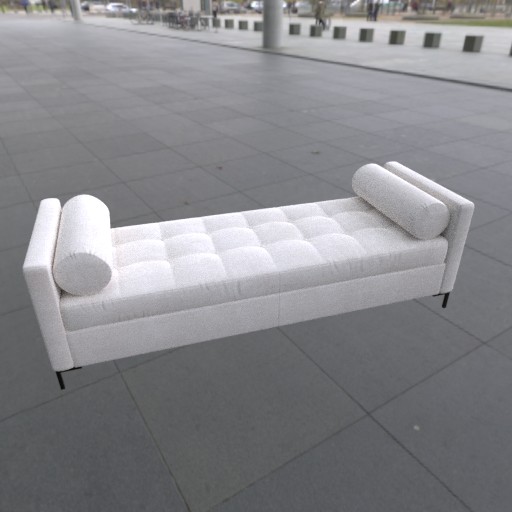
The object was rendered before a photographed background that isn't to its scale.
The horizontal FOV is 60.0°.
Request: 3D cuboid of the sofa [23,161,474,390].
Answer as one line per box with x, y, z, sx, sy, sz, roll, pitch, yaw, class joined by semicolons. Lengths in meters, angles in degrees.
0.000;0.000;2.275;1.981;0.635;0.686;-9;31;-15;sofa
